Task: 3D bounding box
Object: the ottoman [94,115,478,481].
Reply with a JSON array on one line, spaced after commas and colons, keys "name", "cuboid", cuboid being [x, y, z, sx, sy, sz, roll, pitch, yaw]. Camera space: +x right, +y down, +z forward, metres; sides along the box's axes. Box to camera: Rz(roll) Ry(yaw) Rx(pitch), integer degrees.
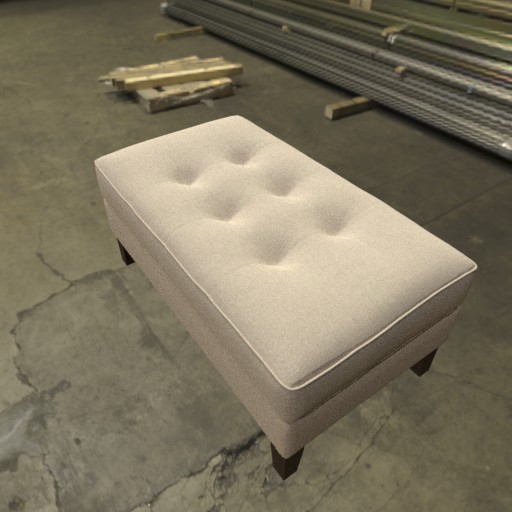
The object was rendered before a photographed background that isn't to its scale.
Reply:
[{"name": "ottoman", "cuboid": [0.000, 0.000, 1.477, 0.648, 0.508, 1.143, -25, 47, -26]}]
